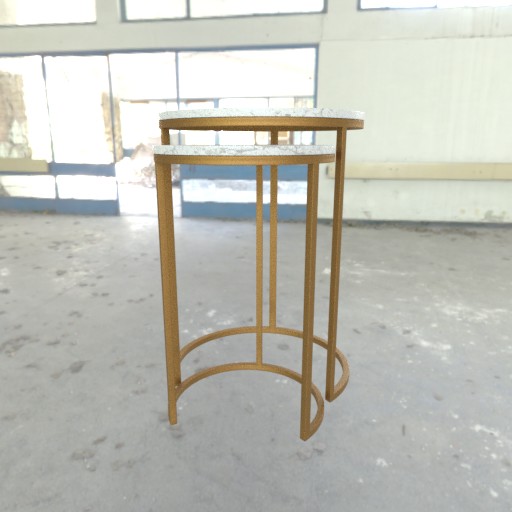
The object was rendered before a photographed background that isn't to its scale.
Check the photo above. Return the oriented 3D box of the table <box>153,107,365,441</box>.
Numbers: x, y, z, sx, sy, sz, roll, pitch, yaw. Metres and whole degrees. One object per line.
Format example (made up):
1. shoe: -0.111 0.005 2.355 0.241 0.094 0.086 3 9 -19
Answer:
1. table: 0.000 0.000 0.895 0.400 0.550 0.507 3 15 10
